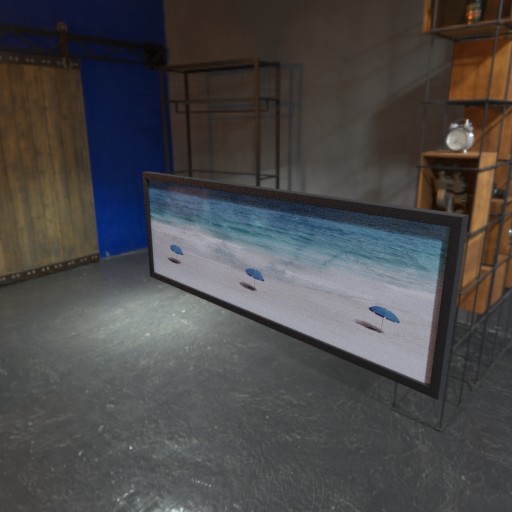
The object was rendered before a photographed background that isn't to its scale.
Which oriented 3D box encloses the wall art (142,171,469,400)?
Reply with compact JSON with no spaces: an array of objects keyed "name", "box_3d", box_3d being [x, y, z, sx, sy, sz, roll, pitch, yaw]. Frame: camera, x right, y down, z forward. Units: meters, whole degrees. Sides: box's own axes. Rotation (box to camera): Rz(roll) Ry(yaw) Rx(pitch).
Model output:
[{"name":"wall art","box_3d":[0.000,0.000,1.783,1.572,0.554,0.041,16,23,43]}]
